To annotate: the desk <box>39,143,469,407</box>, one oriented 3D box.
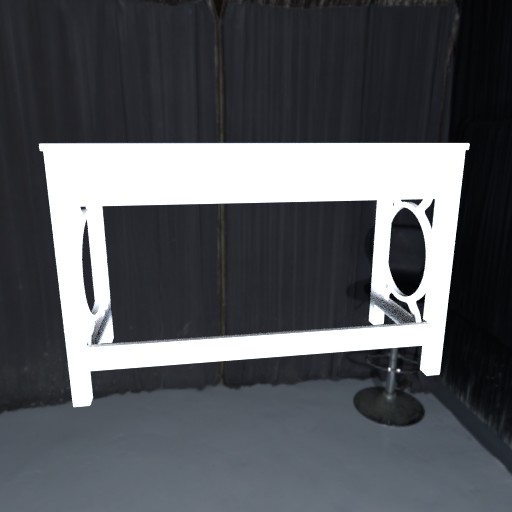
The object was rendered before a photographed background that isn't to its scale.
[{"bbox_3d":[0.000,0.000,1.545,1.191,0.762,0.504,-2,15,-9],"label":"desk"}]
